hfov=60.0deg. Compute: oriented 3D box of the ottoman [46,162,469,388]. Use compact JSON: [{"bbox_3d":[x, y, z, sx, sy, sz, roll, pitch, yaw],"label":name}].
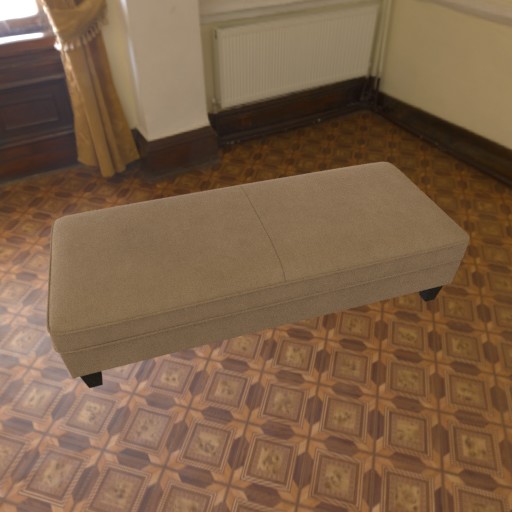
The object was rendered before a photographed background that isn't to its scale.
[{"bbox_3d":[0.000,0.000,2.045,1.726,0.460,0.735,-12,43,-13],"label":"ottoman"}]
